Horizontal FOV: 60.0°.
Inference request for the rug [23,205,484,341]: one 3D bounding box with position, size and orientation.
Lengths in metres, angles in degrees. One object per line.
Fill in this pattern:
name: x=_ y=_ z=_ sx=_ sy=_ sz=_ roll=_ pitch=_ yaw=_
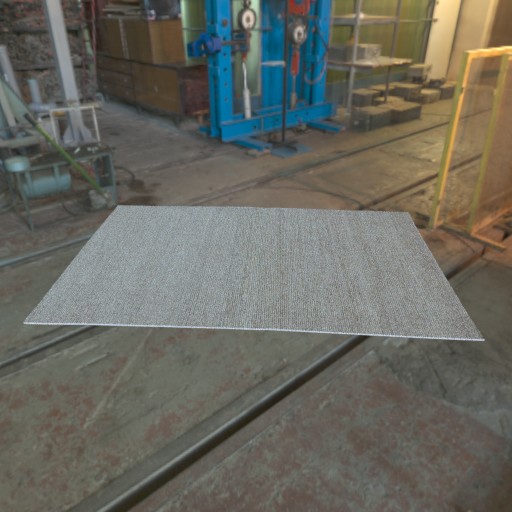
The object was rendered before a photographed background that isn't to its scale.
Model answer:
rug: x=0.000 y=0.000 z=2.209 sx=1.792 sy=0.021 sz=1.154 roll=2 pitch=30 yaw=3
